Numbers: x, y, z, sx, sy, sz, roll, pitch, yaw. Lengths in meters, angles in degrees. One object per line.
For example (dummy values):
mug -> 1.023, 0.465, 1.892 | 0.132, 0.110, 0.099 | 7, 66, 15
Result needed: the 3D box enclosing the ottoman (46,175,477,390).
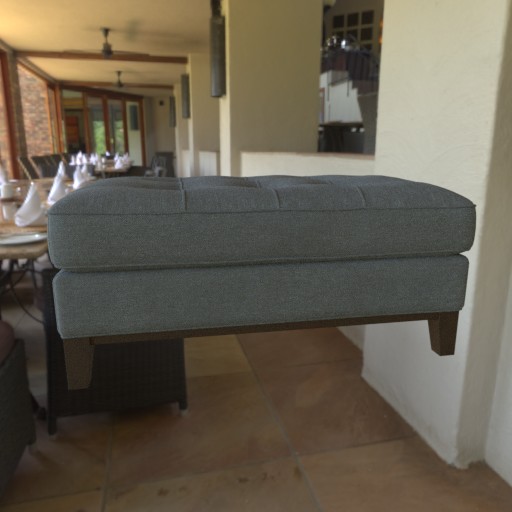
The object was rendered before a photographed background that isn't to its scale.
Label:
ottoman -> 0.000, 0.000, 1.451 | 1.143, 0.514, 0.648 | -2, 14, -10
